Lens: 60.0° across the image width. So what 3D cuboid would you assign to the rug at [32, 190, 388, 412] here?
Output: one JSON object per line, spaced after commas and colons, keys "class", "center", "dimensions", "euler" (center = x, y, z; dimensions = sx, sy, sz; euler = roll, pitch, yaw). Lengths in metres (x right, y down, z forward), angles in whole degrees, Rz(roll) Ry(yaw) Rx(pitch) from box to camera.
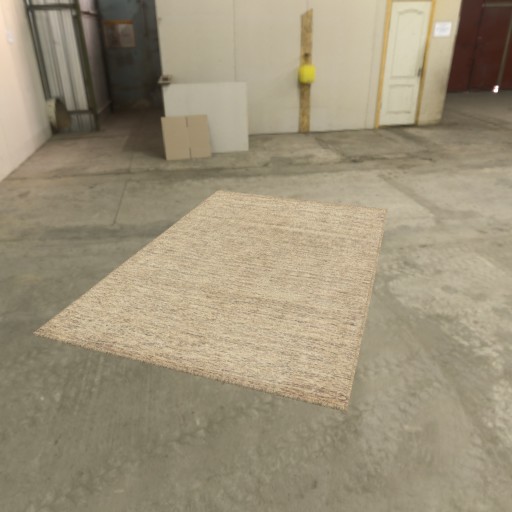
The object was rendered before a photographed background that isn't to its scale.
{"class": "rug", "center": [0.000, 0.000, 2.309], "dimensions": [1.211, 0.018, 1.822], "euler": [9, 28, 17]}
